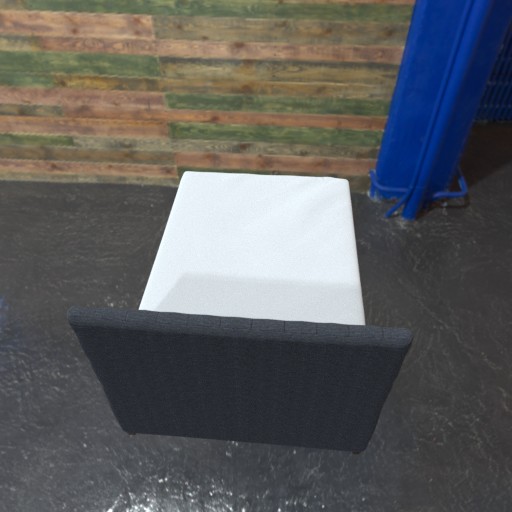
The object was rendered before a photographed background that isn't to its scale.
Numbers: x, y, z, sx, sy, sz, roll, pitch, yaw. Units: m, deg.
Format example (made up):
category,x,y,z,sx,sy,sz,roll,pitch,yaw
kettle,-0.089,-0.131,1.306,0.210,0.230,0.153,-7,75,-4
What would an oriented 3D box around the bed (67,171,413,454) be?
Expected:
category,x,y,z,sx,sy,sz,roll,pitch,yaw
bed,0.000,0.000,3.420,1.698,1.427,2.387,3,46,3
